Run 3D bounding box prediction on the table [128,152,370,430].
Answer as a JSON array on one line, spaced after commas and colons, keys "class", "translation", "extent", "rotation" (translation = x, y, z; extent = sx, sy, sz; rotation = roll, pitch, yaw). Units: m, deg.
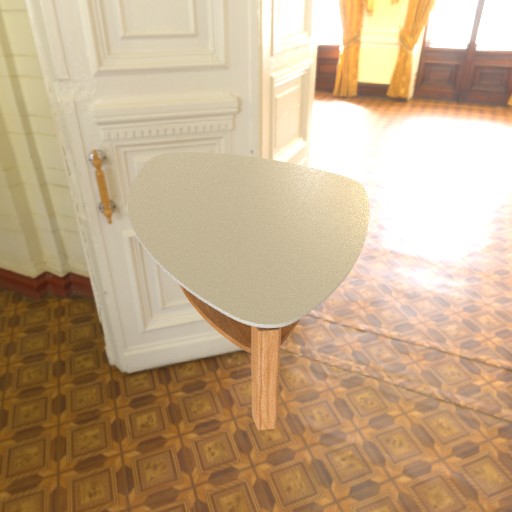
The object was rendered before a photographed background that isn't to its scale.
[{"class": "table", "translation": [0.000, 0.000, 1.639], "extent": [0.850, 0.440, 1.250], "rotation": [-11, 33, -18]}]
